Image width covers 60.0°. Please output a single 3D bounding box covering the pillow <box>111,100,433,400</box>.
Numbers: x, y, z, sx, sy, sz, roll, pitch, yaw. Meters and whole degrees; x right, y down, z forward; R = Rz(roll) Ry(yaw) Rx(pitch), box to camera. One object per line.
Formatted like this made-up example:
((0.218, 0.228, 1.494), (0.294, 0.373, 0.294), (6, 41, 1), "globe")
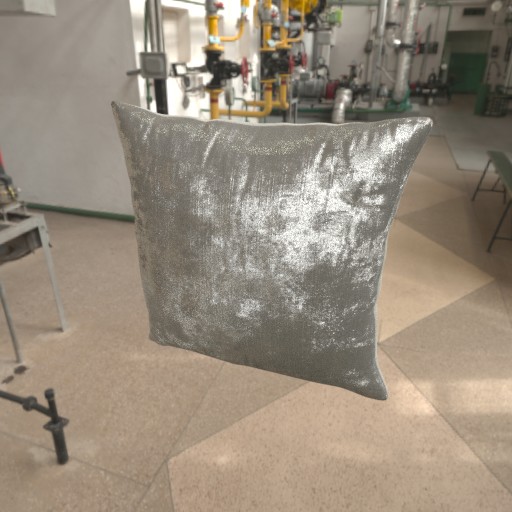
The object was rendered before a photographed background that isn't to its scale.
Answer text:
((0.000, 0.000, 0.718), (0.470, 0.464, 0.175), (9, 27, 18), "pillow")
